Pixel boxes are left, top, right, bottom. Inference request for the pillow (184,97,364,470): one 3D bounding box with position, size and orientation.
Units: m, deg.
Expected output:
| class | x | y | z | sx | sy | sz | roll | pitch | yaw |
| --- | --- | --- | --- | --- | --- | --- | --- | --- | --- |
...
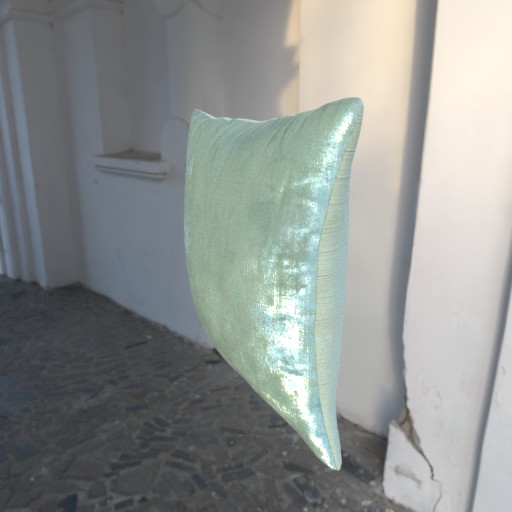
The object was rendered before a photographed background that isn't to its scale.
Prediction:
| class | x | y | z | sx | sy | sz | roll | pitch | yaw |
| --- | --- | --- | --- | --- | --- | --- | --- | --- | --- |
| pillow | 0.000 | 0.000 | 0.710 | 0.175 | 0.464 | 0.470 | -8 | 18 | -26 |
